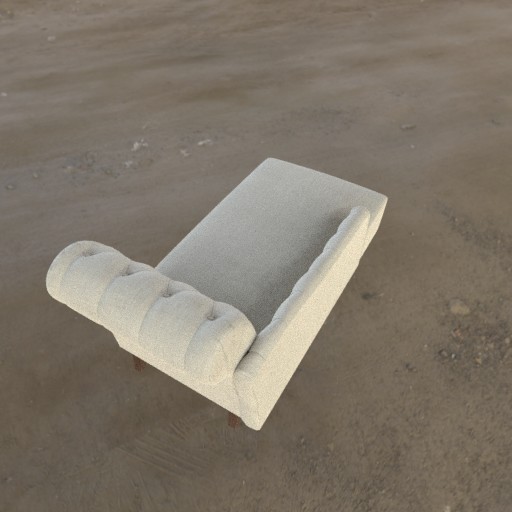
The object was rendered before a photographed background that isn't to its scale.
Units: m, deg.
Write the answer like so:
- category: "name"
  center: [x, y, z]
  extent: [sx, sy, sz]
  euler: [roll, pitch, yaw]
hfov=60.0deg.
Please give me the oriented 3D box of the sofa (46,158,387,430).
- category: "sofa"
  center: [0.000, 0.000, 1.816]
  extent: [0.675, 0.787, 1.379]
  euler: [23, 50, 21]
